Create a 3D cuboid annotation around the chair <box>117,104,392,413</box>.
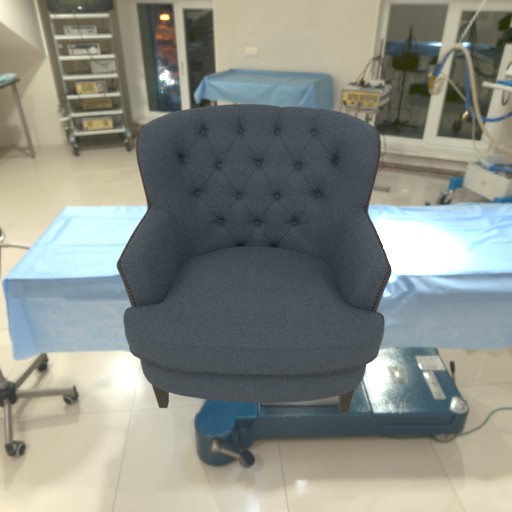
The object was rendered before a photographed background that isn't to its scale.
[{"bbox_3d":[0.000,0.000,1.569,0.848,0.868,0.906,1,30,2],"label":"chair"}]
